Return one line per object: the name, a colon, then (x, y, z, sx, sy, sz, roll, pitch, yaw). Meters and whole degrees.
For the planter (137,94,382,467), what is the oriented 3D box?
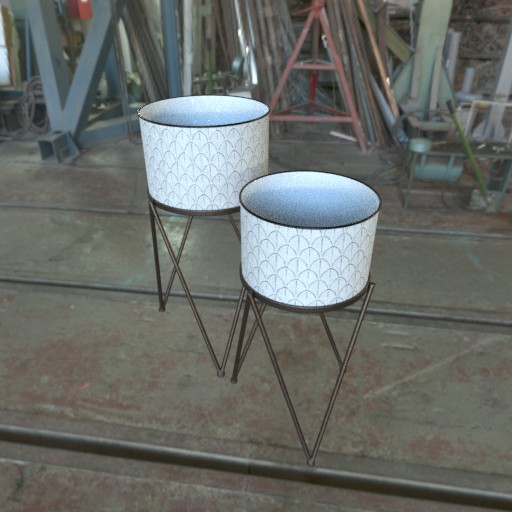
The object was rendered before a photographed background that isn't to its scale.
planter: (0.000, 0.000, 1.191, 0.413, 0.712, 0.769, -21, 37, -31)
